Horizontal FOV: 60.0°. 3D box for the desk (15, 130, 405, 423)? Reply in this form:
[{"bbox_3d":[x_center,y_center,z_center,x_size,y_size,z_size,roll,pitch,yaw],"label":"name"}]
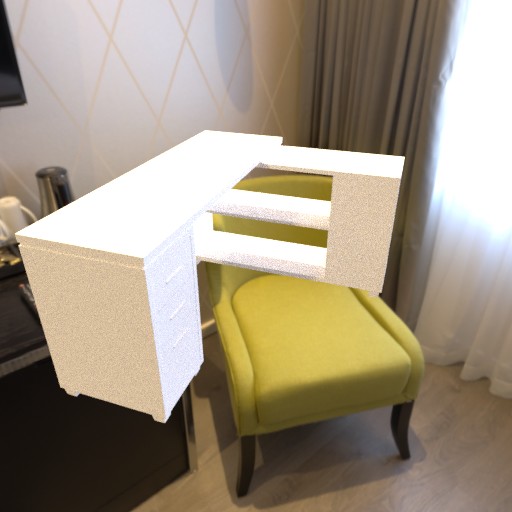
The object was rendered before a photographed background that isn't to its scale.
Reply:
[{"bbox_3d":[0.000,0.000,2.143,1.199,0.759,1.524,10,31,17],"label":"desk"}]
